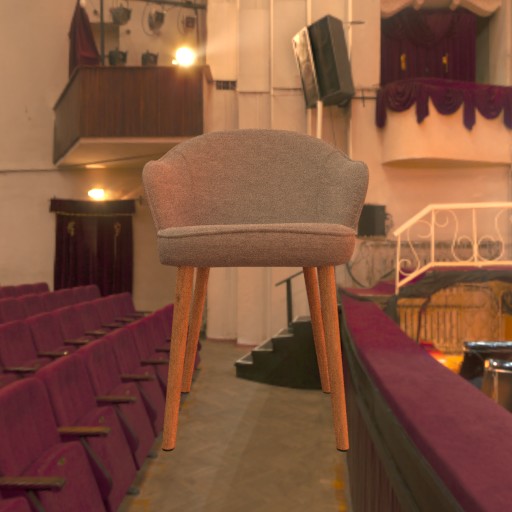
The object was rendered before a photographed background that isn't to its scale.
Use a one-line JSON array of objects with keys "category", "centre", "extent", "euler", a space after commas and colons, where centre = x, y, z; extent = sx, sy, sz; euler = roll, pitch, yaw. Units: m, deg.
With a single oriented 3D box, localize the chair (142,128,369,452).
[{"category": "chair", "centre": [0.000, 0.000, 1.139], "extent": [0.540, 0.800, 0.530], "euler": [0, 0, 0]}]
